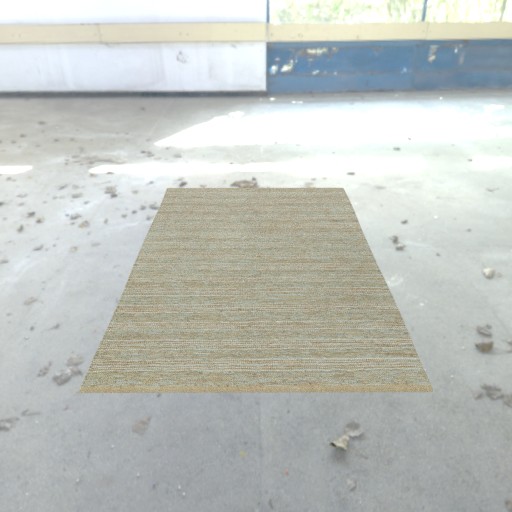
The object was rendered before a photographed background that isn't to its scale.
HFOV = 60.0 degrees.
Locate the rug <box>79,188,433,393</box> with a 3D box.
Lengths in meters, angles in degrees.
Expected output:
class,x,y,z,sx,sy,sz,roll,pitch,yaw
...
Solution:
class,x,y,z,sx,sy,sz,roll,pitch,yaw
rug,0.000,0.000,2.318,1.240,0.010,1.824,0,31,0
